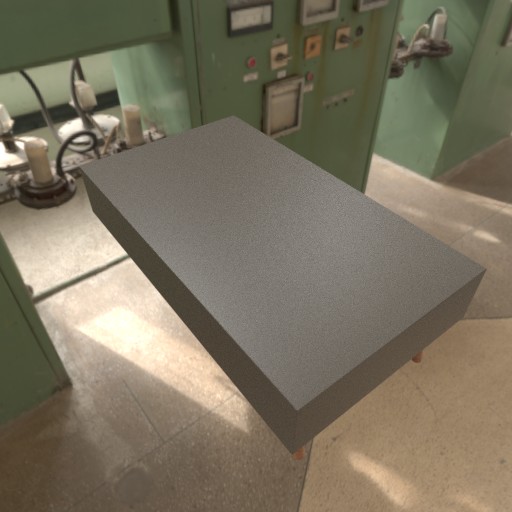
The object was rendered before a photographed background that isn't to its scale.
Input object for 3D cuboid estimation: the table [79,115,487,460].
[{"bbox_3d":[0.000,0.000,1.550,0.703,0.404,1.201,-27,49,-27],"label":"table"}]
